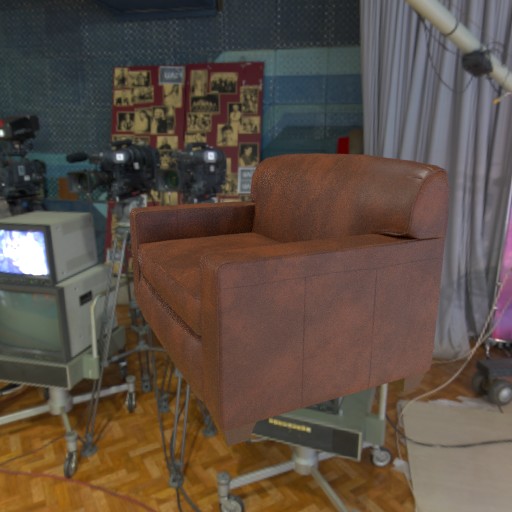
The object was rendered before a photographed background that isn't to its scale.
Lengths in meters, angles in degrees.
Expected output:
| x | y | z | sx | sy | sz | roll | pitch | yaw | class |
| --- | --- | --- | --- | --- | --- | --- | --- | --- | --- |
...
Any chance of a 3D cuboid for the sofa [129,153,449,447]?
| x | y | z | sx | sy | sz | roll | pitch | yaw | class |
| --- | --- | --- | --- | --- | --- | --- | --- | --- | --- |
| 0.000 | 0.000 | 2.135 | 1.000 | 0.956 | 1.413 | -7 | 15 | -25 | sofa |
